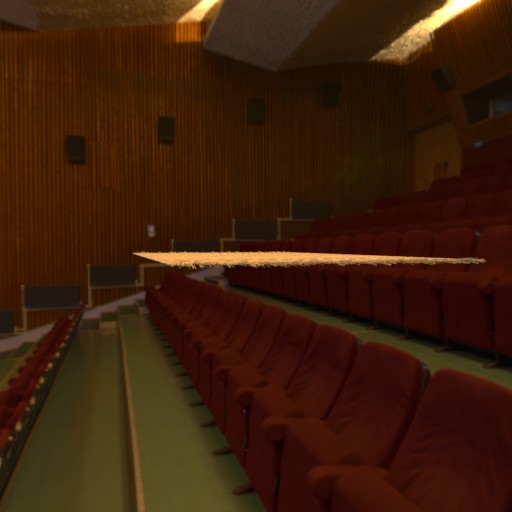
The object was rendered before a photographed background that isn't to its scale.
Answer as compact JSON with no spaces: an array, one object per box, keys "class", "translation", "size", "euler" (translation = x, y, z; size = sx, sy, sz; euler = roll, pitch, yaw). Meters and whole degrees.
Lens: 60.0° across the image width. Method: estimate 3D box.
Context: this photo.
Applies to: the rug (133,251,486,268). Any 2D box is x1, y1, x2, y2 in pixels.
[{"class":"rug","translation":[0.000,0.000,2.476],"size":[1.224,0.028,2.023],"euler":[0,1,-19]}]
